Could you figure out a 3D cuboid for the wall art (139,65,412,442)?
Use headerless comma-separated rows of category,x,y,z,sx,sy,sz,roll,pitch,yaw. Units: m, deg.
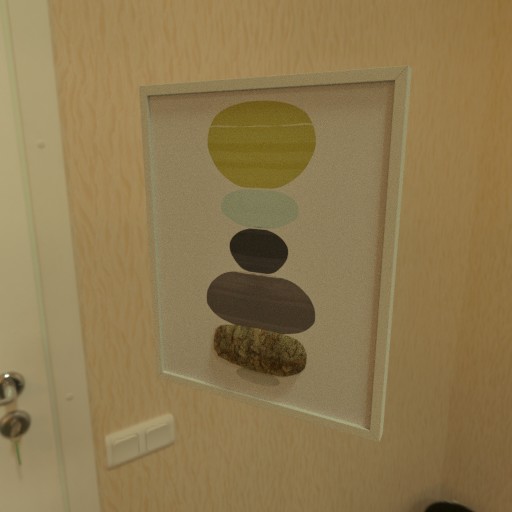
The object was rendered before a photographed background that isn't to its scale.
wall art,0.000,0.000,1.014,0.611,0.763,0.055,7,16,26
